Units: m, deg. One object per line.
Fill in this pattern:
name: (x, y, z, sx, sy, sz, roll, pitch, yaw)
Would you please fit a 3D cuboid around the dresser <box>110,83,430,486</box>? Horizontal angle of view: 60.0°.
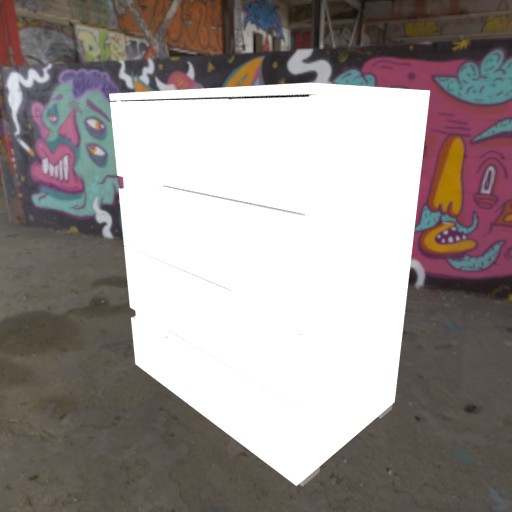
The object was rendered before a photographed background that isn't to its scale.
dresser: (0.000, 0.000, 1.154, 0.400, 0.800, 0.650, -17, 25, -42)
